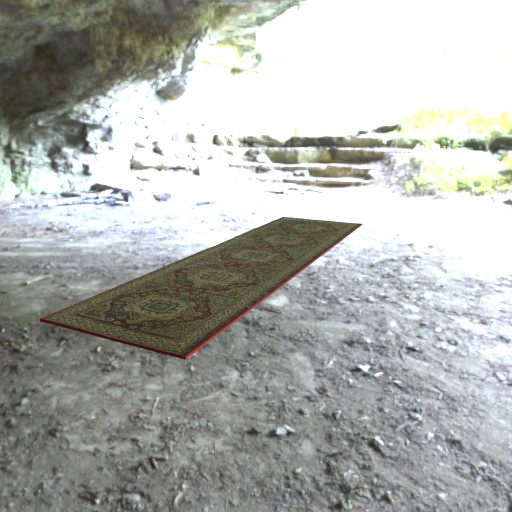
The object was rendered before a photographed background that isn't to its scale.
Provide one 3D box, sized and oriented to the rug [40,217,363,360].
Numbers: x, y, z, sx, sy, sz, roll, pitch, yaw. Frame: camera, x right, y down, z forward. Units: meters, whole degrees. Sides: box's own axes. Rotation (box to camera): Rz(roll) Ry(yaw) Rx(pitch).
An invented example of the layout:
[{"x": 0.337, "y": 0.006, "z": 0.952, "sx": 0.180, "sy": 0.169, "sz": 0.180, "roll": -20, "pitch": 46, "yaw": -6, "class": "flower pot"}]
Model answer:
[{"x": 0.000, "y": 0.000, "z": 2.491, "sx": 0.659, "sy": 0.015, "sz": 2.292, "roll": 8, "pitch": 17, "yaw": 25, "class": "rug"}]
